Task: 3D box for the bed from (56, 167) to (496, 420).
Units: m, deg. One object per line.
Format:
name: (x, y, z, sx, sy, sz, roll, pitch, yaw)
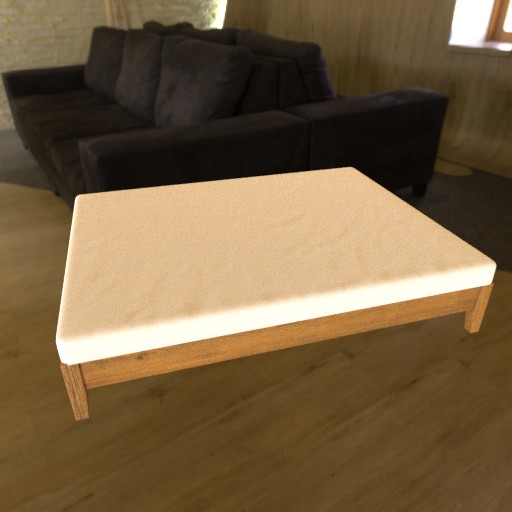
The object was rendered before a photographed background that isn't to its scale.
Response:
bed: (0.000, 0.000, 2.618, 2.016, 0.431, 1.536, -8, 31, -14)
